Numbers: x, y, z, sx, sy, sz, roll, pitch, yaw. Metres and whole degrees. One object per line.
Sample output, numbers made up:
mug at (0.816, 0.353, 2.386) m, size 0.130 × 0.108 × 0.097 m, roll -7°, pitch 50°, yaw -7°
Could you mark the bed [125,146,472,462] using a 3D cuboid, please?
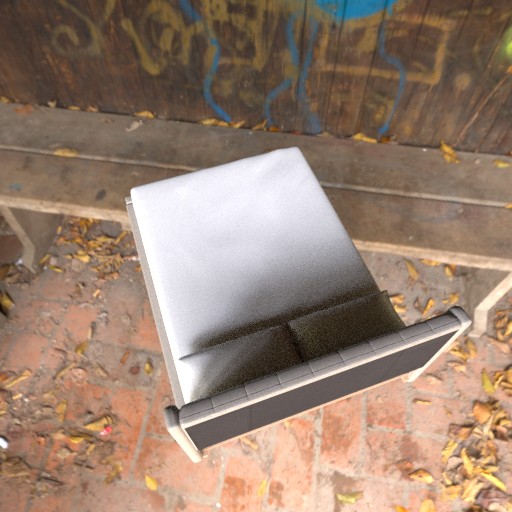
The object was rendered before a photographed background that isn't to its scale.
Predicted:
bed at (0.000, 0.000, 3.225) m, size 1.656 × 1.147 × 2.232 m, roll -17°, pitch 59°, yaw -10°
